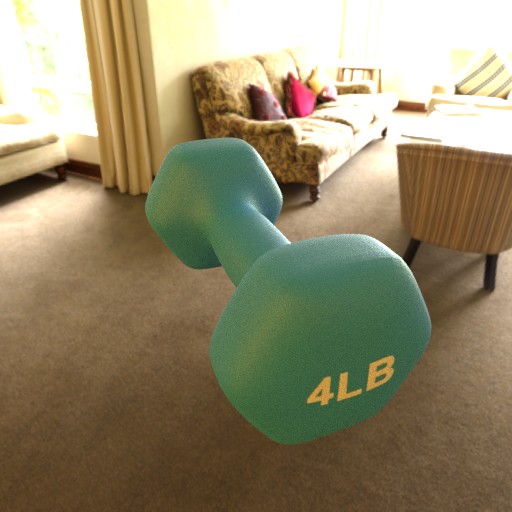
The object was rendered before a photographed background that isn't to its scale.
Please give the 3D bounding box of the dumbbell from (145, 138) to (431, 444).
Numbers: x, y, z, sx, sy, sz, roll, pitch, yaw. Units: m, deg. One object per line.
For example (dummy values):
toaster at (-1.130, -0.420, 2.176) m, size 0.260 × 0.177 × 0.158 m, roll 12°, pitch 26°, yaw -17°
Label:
dumbbell at (0.000, 0.000, 0.188) m, size 0.074 × 0.066 × 0.152 m, roll -11°, pitch 32°, yaw -18°
